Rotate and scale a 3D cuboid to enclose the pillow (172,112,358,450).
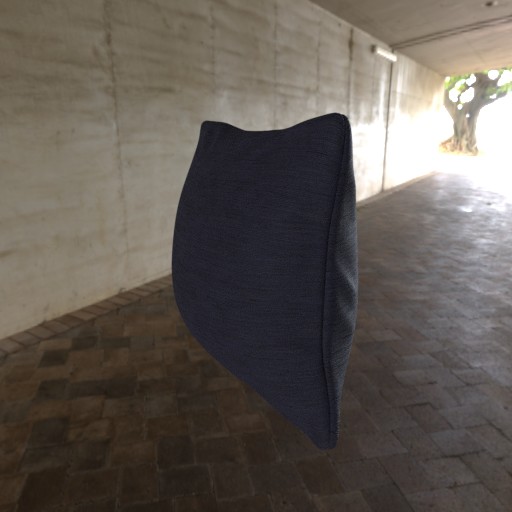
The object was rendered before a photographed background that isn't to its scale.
[{"bbox_3d":[0.000,0.000,0.692,0.246,0.414,0.432,-8,18,-25],"label":"pillow"}]
